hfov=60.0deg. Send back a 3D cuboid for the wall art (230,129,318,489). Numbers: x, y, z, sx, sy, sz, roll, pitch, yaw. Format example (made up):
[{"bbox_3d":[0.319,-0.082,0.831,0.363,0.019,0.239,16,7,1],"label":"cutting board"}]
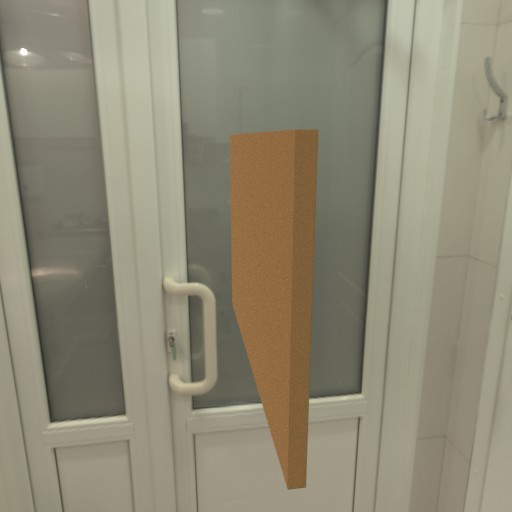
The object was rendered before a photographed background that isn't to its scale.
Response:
[{"bbox_3d":[0.000,0.000,1.139,0.033,0.608,0.915,-2,15,-9],"label":"wall art"}]
